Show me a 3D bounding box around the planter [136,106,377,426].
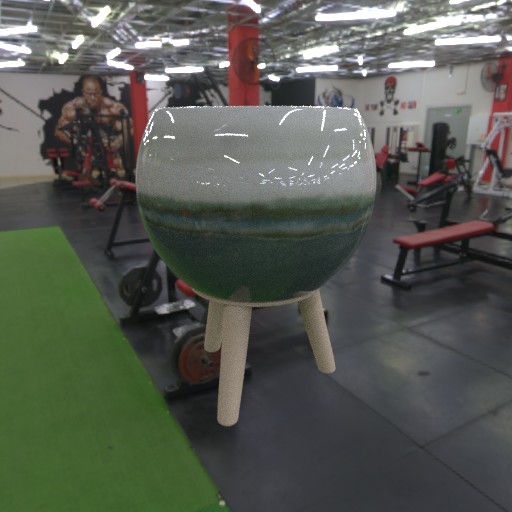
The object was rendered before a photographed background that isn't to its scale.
[{"bbox_3d":[0.000,0.000,0.442,0.222,0.278,0.222,0,17,0],"label":"planter"}]
